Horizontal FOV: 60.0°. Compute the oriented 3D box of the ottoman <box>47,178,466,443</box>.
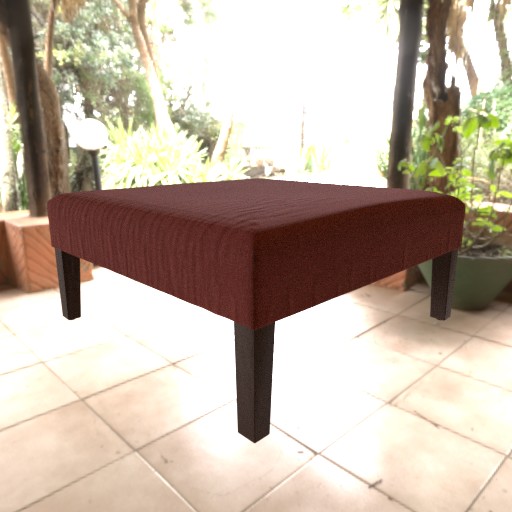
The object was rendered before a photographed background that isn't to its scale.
[{"bbox_3d":[0.000,0.000,1.353,0.890,0.411,0.889,-14,20,-43],"label":"ottoman"}]
